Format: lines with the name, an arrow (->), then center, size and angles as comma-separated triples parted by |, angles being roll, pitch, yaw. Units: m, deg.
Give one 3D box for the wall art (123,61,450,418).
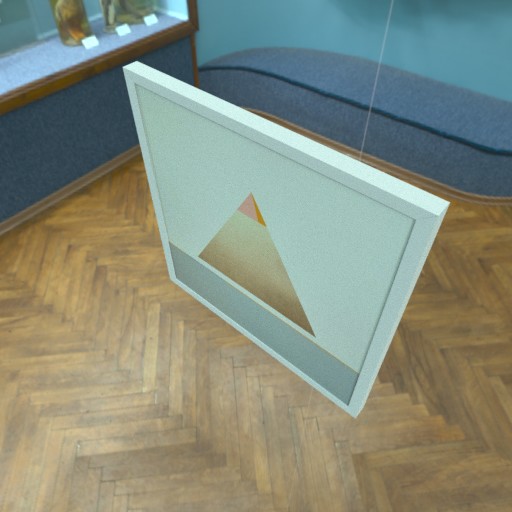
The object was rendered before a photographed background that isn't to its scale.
wall art -> 0.000, 0.000, 1.135 | 0.768, 0.765, 0.041 | 32, 55, 26
